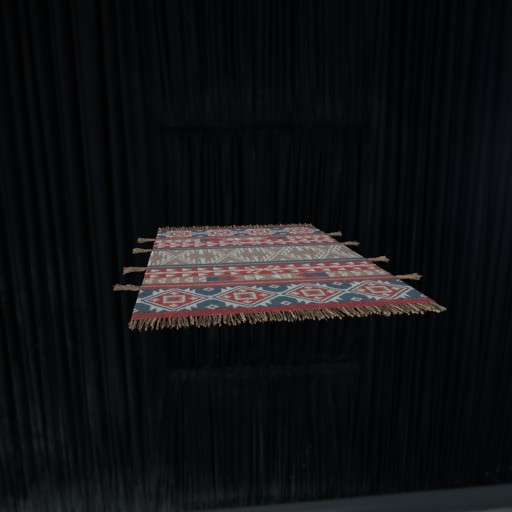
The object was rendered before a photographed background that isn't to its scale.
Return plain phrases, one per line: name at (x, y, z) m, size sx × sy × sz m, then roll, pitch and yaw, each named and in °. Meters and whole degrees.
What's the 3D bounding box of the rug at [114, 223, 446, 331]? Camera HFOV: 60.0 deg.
rug at (0.000, 0.000, 2.614) m, size 1.469 × 0.040 × 2.025 m, roll -2°, pitch 14°, yaw -9°
